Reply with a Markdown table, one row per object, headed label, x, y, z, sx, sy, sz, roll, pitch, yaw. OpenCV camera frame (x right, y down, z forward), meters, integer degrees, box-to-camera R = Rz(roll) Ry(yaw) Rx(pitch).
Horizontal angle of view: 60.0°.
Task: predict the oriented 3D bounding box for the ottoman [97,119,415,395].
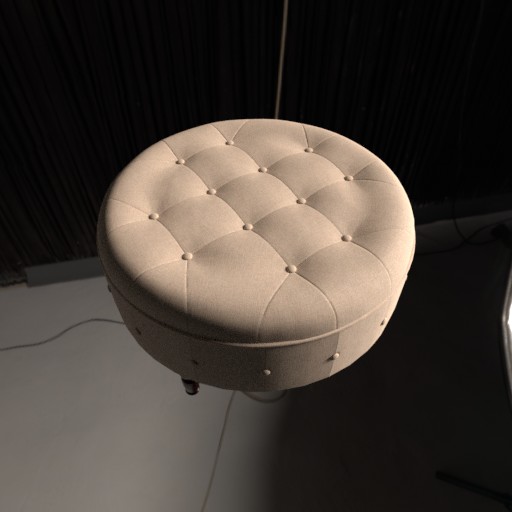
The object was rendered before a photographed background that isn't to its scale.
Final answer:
| label | x | y | z | sx | sy | sz | roll | pitch | yaw |
| --- | --- | --- | --- | --- | --- | --- | --- | --- | --- |
| ottoman | 0.000 | 0.000 | 1.337 | 0.848 | 0.494 | 0.848 | 0 | 47 | 0 |
